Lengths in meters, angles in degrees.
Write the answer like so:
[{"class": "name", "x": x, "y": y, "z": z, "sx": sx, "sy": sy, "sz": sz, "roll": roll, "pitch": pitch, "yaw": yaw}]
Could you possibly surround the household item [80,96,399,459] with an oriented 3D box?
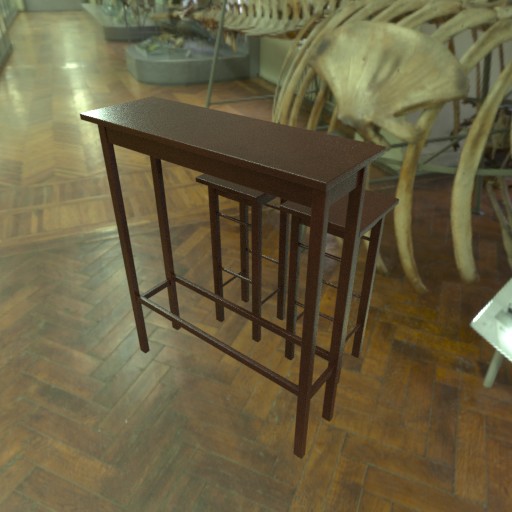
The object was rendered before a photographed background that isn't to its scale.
[{"class": "household item", "x": 0.000, "y": 0.000, "z": 1.699, "sx": 0.914, "sy": 1.067, "sz": 0.676, "roll": 23, "pitch": 39, "yaw": 31}]
